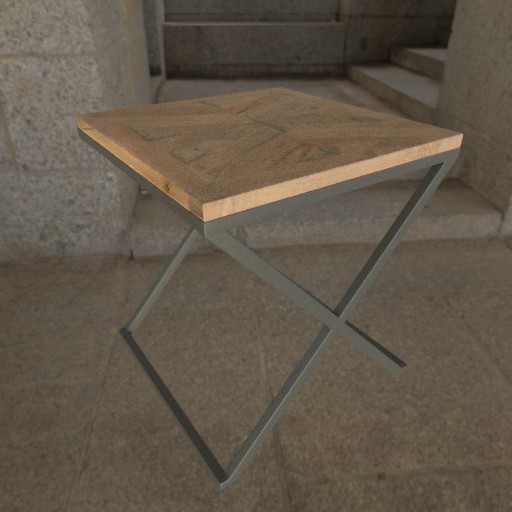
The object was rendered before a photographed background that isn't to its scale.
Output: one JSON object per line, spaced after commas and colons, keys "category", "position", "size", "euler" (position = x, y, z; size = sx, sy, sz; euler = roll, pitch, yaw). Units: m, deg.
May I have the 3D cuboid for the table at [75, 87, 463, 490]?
{"category": "table", "position": [0.000, 0.000, 0.929], "size": [0.498, 0.550, 0.499], "euler": [-20, 36, -29]}
